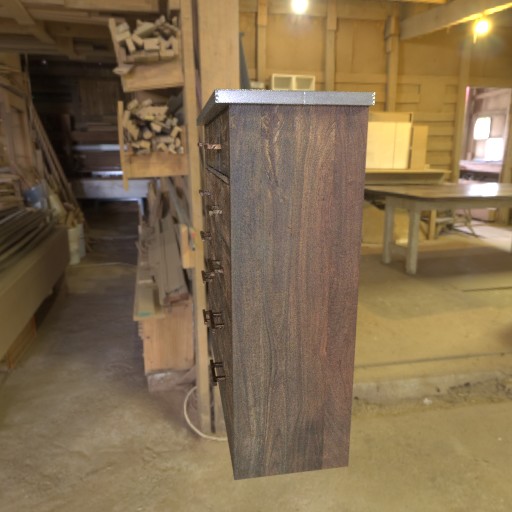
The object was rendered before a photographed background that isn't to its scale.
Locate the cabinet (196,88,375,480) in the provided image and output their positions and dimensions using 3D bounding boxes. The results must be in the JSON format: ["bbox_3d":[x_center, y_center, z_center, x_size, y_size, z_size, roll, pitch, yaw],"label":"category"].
[{"bbox_3d":[0.000,0.000,1.463,0.338,0.919,0.968,-2,14,-9],"label":"cabinet"}]
